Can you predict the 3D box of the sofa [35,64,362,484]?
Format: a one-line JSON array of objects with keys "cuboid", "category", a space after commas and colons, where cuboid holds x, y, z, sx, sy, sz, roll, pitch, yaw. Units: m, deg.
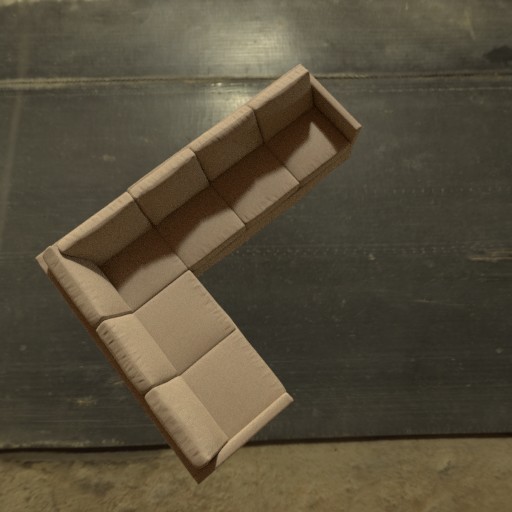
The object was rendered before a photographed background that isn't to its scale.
[{"cuboid": [0.000, 0.000, 4.229, 3.182, 0.871, 2.432, -39, 79, -9], "category": "sofa"}]
